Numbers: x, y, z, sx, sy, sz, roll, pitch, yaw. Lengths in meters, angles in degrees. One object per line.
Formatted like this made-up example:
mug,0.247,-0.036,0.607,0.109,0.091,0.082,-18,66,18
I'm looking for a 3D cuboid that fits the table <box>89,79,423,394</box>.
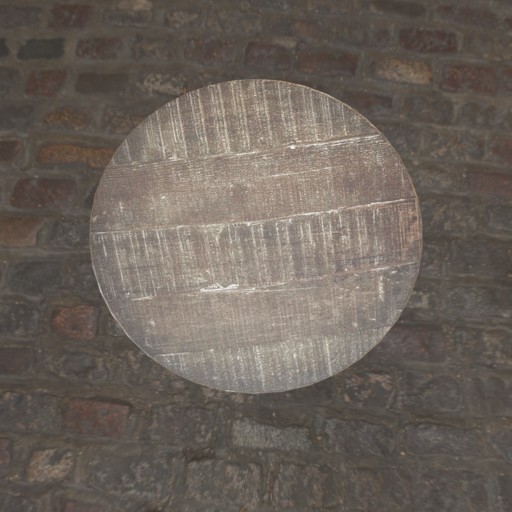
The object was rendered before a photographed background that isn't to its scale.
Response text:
table,0.000,0.000,0.954,0.557,0.437,0.557,0,74,0
